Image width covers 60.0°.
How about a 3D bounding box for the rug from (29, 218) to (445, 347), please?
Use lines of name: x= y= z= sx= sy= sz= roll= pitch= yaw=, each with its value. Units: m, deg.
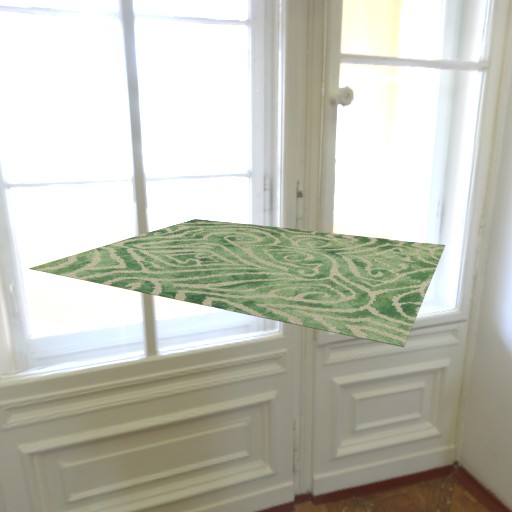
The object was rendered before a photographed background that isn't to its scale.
rug: x=0.000 y=0.000 z=4.098 sx=3.045 sy=0.007 sz=2.436 roll=8 pitch=18 yaw=26
